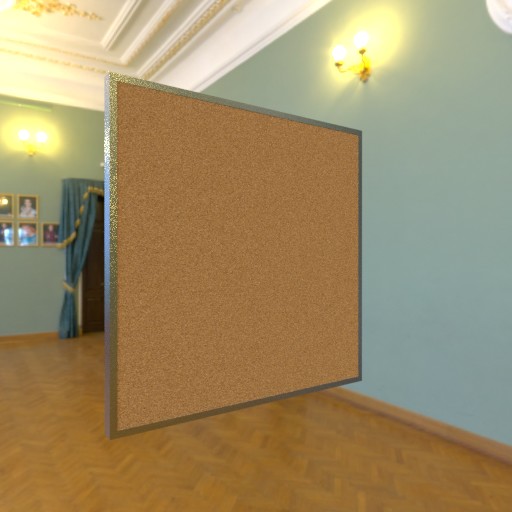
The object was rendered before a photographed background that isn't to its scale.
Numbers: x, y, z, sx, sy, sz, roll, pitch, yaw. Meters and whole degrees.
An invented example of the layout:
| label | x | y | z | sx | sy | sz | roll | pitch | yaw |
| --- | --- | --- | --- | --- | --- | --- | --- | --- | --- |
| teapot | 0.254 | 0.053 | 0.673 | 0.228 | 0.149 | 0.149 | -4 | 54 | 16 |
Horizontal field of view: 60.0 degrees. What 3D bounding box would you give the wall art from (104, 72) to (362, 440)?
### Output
| label | x | y | z | sx | sy | sz | roll | pitch | yaw |
| --- | --- | --- | --- | --- | --- | --- | --- | --- | --- |
| wall art | 0.000 | 0.000 | 1.216 | 0.806 | 0.806 | 0.038 | 0 | 0 | -35 |
